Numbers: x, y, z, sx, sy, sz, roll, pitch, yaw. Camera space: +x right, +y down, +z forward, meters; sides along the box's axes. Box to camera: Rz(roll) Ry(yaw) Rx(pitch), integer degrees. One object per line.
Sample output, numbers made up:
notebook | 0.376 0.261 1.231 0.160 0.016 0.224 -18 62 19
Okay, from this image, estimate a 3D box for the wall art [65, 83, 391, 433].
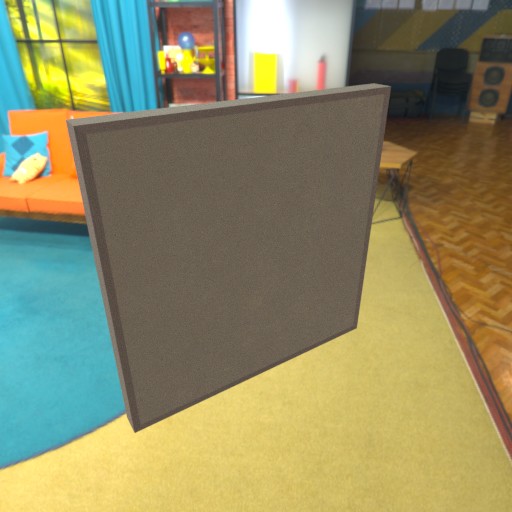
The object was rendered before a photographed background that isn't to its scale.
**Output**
wall art | 0.000 0.000 0.751 0.508 0.506 0.038 -18 34 -28
